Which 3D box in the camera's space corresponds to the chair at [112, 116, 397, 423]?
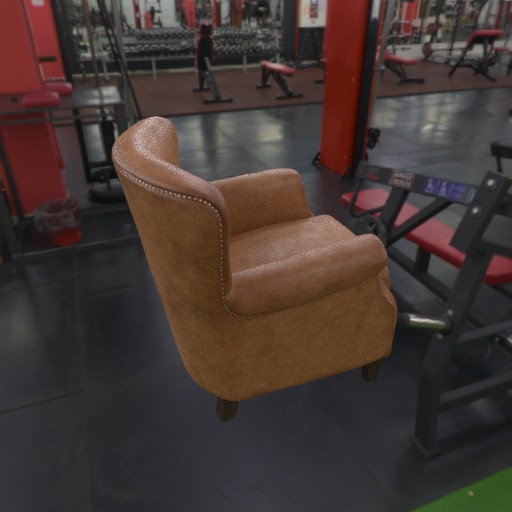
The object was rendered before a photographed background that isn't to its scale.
[{"bbox_3d":[0.000,0.000,1.686,0.921,0.936,0.861,-10,31,-16],"label":"chair"}]
